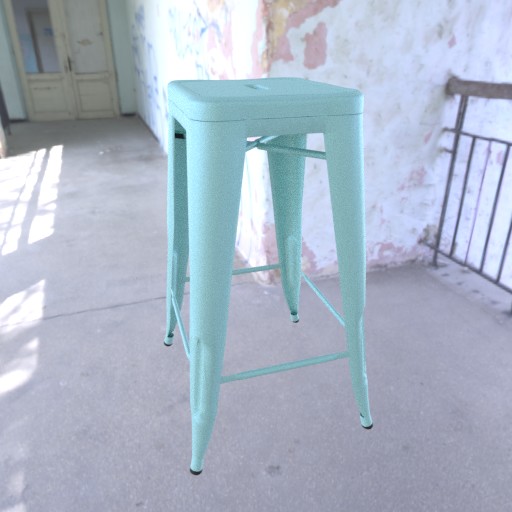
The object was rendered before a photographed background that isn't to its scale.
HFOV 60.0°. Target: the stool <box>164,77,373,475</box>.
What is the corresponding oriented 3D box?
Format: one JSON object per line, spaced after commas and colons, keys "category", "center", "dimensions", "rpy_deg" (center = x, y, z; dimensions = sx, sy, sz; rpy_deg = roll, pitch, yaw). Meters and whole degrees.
{"category": "stool", "center": [0.000, 0.000, 0.843], "dimensions": [0.359, 0.609, 0.399], "rpy_deg": [-8, 27, -16]}
